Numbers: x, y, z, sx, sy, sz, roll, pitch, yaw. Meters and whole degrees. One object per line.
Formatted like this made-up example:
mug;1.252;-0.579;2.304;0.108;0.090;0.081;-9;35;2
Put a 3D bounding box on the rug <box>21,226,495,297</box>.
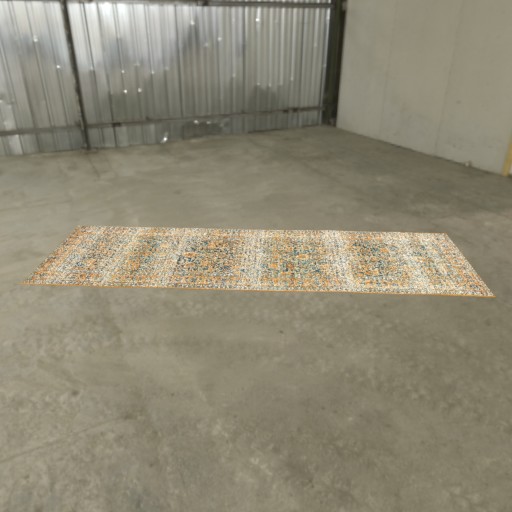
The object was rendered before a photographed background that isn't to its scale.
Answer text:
rug;0.000;0.000;2.446;2.294;0.014;0.704;1;28;3
